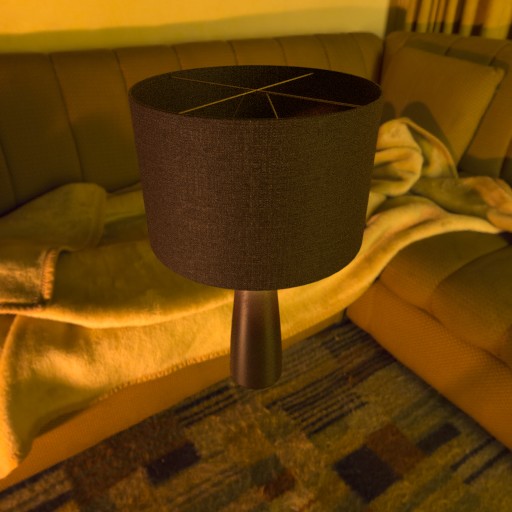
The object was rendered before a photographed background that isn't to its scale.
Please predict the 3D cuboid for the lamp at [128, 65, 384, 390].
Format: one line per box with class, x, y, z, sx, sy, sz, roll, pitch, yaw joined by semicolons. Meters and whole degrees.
lamp;0.000;0.000;0.668;0.303;0.488;0.303;0;32;0
